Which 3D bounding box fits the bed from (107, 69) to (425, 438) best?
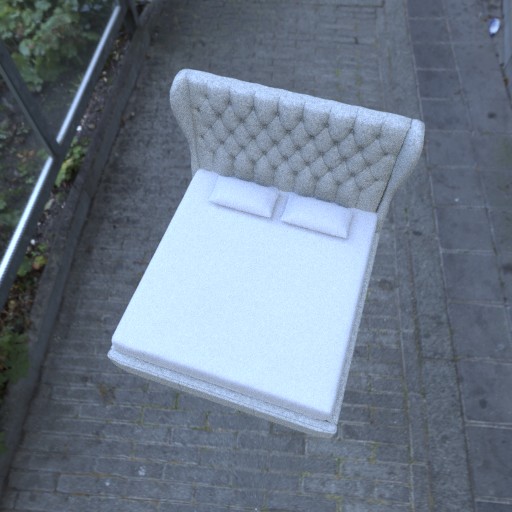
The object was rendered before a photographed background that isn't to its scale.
[{"bbox_3d":[0.000,0.000,3.970,2.219,1.771,2.347,16,62,9],"label":"bed"}]
